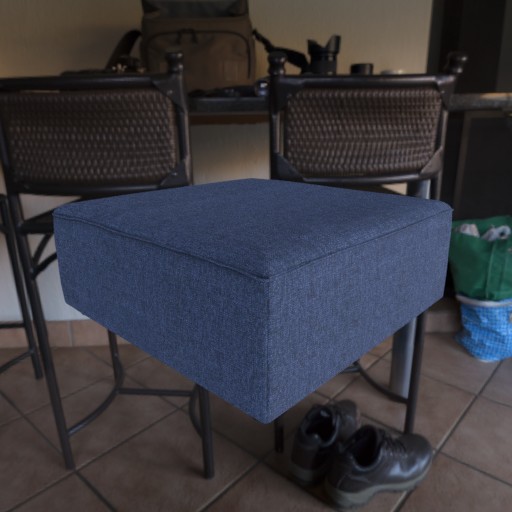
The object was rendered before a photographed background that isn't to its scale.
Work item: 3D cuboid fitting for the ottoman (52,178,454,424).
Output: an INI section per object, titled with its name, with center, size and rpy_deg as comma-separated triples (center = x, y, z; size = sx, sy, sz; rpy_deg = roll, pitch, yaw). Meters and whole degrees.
[ottoman]
center = 0.000, 0.000, 1.593
size = 1.017, 0.423, 1.023
rpy_deg = 16, 23, 41
